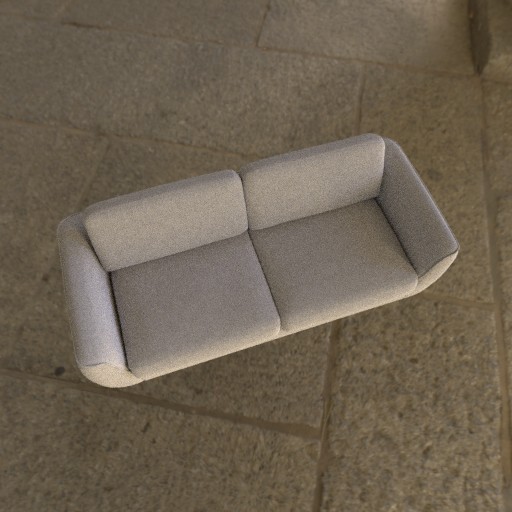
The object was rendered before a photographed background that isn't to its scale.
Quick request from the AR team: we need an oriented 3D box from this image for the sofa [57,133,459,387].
[{"bbox_3d":[0.000,0.000,2.489,2.000,0.850,0.920,-16,63,-8],"label":"sofa"}]
